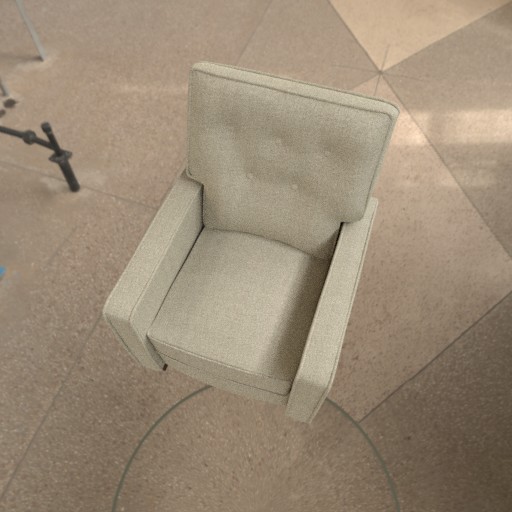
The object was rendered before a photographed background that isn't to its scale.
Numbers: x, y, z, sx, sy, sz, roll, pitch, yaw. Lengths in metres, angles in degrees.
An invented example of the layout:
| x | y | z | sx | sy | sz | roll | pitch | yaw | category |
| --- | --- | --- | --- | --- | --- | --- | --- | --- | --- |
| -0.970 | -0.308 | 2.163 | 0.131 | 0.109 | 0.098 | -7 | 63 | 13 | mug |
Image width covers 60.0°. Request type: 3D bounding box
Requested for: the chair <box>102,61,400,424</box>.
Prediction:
| x | y | z | sx | sy | sz | roll | pitch | yaw | category |
| --- | --- | --- | --- | --- | --- | --- | --- | --- | --- |
| 0.000 | 0.000 | 1.413 | 0.648 | 0.888 | 0.754 | 16 | 60 | 10 | chair |
